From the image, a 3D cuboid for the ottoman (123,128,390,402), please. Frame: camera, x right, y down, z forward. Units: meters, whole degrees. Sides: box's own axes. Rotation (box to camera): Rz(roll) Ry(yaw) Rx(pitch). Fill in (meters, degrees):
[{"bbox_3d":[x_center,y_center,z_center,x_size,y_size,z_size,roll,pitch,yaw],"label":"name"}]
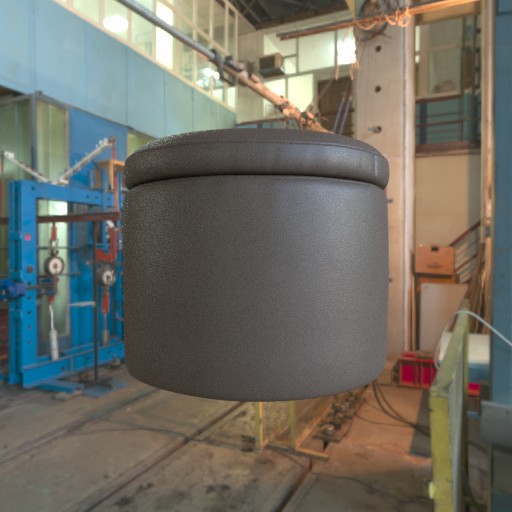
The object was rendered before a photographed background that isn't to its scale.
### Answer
[{"bbox_3d":[0.000,0.000,0.868,0.500,0.409,0.500,0,1,0],"label":"ottoman"}]
